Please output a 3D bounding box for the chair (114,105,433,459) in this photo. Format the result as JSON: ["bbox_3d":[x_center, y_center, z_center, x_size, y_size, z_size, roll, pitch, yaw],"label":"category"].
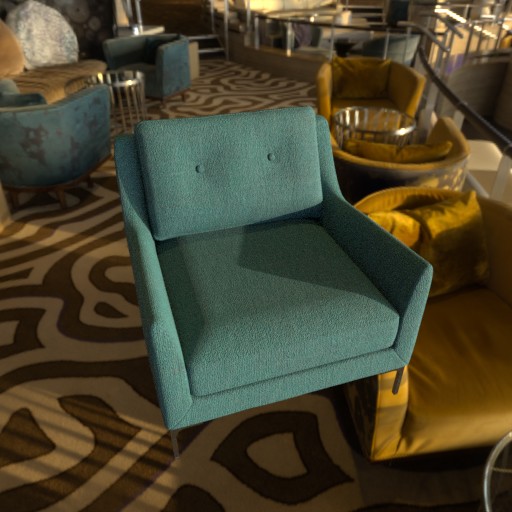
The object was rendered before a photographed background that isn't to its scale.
[{"bbox_3d":[0.000,0.000,1.559,0.847,0.828,0.849,-10,35,-15],"label":"chair"}]
